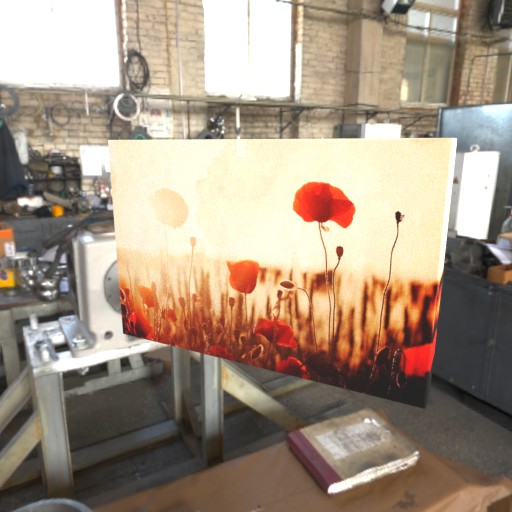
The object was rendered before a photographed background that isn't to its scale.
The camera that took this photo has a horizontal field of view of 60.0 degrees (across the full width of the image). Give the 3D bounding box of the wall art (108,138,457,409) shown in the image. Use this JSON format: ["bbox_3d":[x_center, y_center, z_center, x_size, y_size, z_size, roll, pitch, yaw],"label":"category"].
[{"bbox_3d":[0.000,0.000,0.493,0.383,0.251,0.037,7,16,26],"label":"wall art"}]
